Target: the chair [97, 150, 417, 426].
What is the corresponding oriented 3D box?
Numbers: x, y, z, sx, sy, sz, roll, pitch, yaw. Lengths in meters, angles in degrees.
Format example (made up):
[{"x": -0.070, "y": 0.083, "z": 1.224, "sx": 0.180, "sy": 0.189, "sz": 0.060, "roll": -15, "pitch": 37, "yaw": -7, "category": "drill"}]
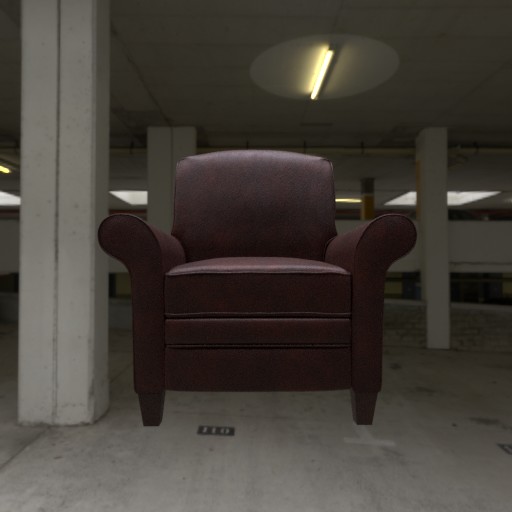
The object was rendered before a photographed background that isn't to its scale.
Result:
[{"x": 0.000, "y": 0.000, "z": 1.784, "sx": 0.978, "sy": 1.061, "sz": 0.902, "roll": 0, "pitch": -1, "yaw": -1, "category": "chair"}]
